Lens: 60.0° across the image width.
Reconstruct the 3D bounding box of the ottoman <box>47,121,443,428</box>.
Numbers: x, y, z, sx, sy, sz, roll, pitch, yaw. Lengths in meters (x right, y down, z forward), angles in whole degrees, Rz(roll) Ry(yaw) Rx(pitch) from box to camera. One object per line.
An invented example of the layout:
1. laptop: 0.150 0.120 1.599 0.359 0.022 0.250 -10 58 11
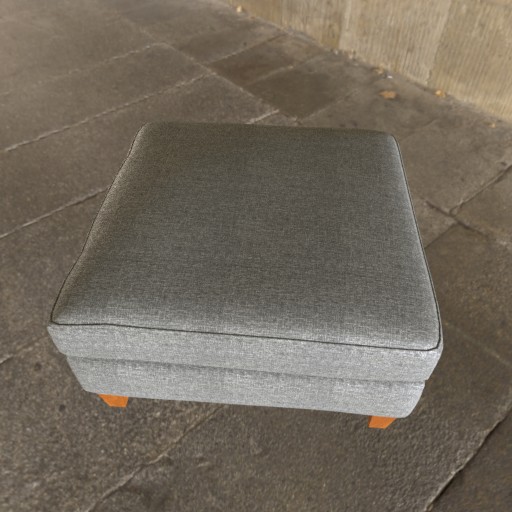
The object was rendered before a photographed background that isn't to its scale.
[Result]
1. ottoman: 0.000 0.000 1.296 0.838 0.481 0.838 3 47 3
